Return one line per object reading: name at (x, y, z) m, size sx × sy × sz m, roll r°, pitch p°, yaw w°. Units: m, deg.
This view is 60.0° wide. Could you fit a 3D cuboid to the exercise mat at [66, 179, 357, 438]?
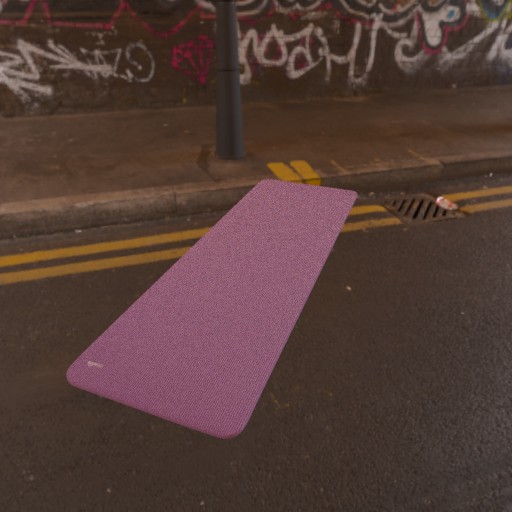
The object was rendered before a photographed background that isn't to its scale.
exercise mat at (0.000, 0.000, 2.044) m, size 0.616 × 0.021 × 1.869 m, roll 11°, pitch 33°, yaw 18°
